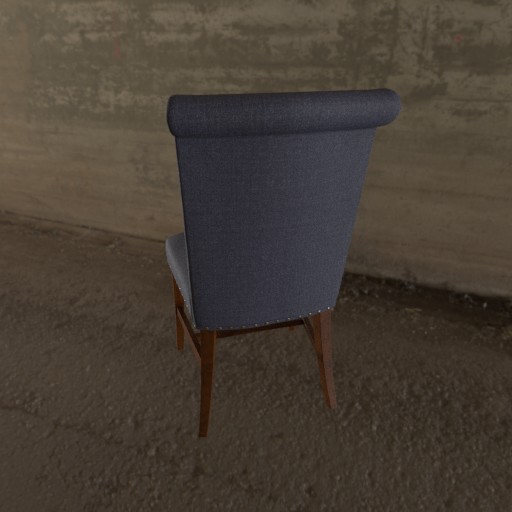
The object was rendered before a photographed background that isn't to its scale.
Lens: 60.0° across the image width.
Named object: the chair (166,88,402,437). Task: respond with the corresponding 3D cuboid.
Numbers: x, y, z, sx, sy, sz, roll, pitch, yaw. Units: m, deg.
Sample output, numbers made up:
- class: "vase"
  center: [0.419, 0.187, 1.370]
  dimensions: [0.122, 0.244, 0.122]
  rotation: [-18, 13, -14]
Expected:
- class: "chair"
  center: [0.000, 0.000, 1.347]
  dimensions: [0.513, 0.988, 0.608]
  rotation: [-7, 27, -14]
